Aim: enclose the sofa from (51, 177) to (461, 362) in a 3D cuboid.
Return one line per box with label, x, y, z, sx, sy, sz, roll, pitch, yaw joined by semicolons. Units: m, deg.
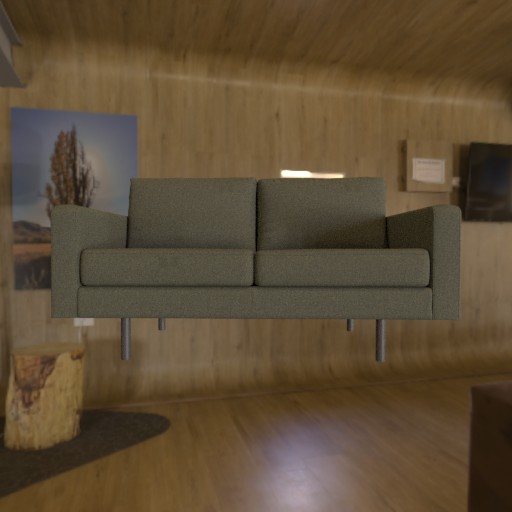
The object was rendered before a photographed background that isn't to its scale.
sofa;0.000;0.000;2.285;1.730;0.897;0.889;0;1;1
